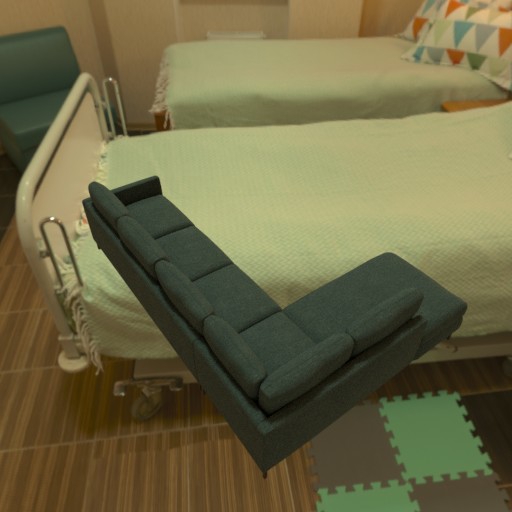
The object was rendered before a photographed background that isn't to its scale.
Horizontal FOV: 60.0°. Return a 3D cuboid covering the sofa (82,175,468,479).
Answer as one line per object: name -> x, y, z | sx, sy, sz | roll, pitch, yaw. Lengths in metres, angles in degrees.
sofa -> 0.000, 0.000, 3.898 | 2.007, 0.815, 2.949 | -26, 47, -27
